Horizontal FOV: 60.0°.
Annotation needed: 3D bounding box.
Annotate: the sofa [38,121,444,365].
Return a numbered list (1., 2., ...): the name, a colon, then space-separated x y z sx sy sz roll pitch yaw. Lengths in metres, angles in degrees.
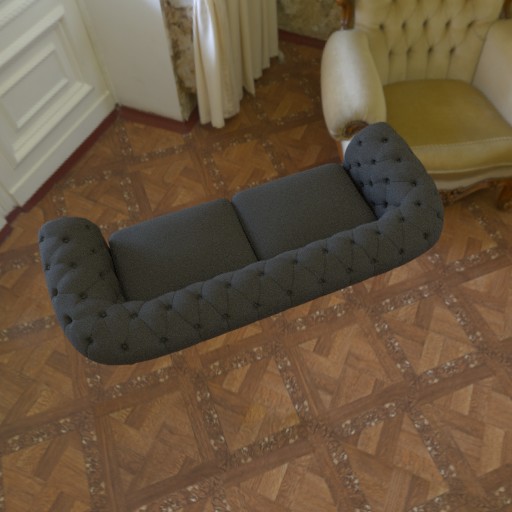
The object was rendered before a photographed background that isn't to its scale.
1. sofa: 0.000 0.000 2.791 2.362 0.762 0.991 -19 60 -12
